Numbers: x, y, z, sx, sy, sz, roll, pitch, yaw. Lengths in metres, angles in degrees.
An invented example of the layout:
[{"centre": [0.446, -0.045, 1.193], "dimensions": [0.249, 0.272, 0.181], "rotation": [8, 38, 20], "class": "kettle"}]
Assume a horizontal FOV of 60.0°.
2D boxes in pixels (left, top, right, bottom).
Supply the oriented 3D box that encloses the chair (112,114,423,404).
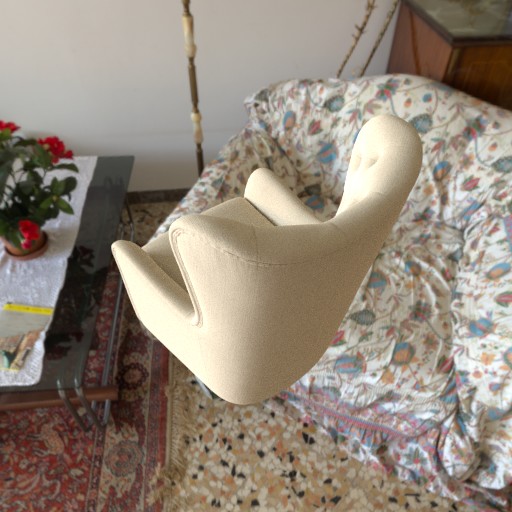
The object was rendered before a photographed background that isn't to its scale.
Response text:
[{"centre": [0.000, 0.000, 1.726], "dimensions": [0.831, 1.079, 0.929], "rotation": [-32, 53, -28], "class": "chair"}]
